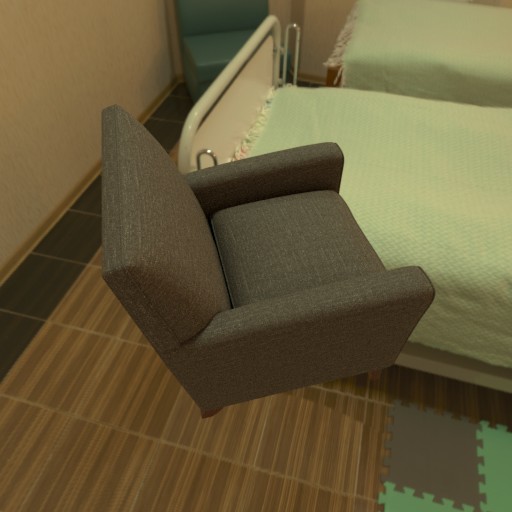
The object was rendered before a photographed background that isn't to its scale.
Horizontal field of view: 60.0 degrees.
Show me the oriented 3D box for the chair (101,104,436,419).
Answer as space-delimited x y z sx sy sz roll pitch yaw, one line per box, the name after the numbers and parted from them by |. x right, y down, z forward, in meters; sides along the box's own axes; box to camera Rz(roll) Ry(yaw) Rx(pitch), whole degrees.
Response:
0.000 0.000 1.593 0.875 0.885 0.838 -10 47 -9 | chair
